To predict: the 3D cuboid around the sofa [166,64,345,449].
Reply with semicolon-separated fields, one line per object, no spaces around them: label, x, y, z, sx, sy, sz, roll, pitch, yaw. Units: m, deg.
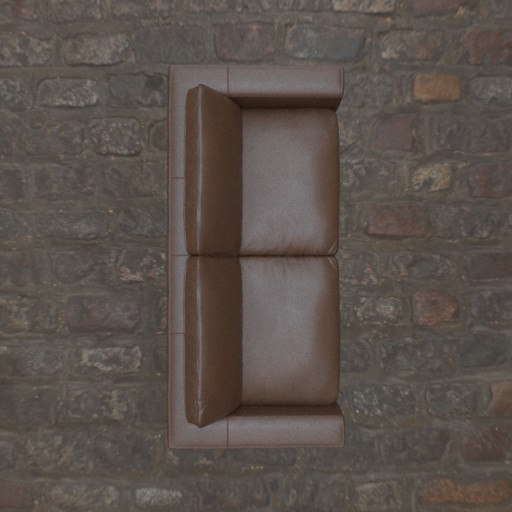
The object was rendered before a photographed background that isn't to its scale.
sofa;0.000;0.000;2.758;1.070;0.801;2.262;0;89;-1
